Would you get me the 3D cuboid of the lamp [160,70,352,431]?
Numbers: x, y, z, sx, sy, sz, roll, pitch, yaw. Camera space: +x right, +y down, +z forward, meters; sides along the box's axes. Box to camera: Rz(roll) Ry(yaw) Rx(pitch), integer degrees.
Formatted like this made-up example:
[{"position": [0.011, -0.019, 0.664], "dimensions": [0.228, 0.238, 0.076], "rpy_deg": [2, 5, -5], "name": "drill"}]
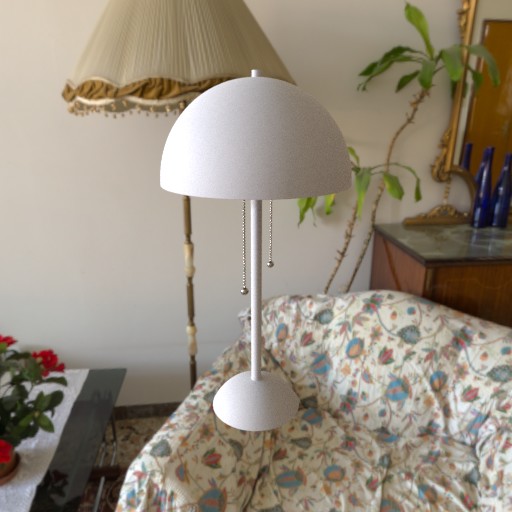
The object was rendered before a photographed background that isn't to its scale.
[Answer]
[{"position": [0.000, 0.000, 0.426], "dimensions": [0.171, 0.330, 0.171], "rpy_deg": [0, 18, 0], "name": "lamp"}]
